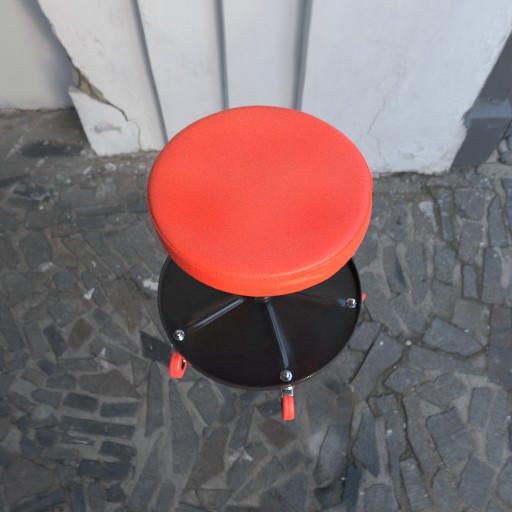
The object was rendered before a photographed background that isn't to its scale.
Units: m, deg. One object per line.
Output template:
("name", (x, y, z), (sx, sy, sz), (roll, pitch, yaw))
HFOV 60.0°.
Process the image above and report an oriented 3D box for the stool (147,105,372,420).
("stool", (0.000, 0.000, 0.686), (0.382, 0.365, 0.381), (14, 60, 8))
